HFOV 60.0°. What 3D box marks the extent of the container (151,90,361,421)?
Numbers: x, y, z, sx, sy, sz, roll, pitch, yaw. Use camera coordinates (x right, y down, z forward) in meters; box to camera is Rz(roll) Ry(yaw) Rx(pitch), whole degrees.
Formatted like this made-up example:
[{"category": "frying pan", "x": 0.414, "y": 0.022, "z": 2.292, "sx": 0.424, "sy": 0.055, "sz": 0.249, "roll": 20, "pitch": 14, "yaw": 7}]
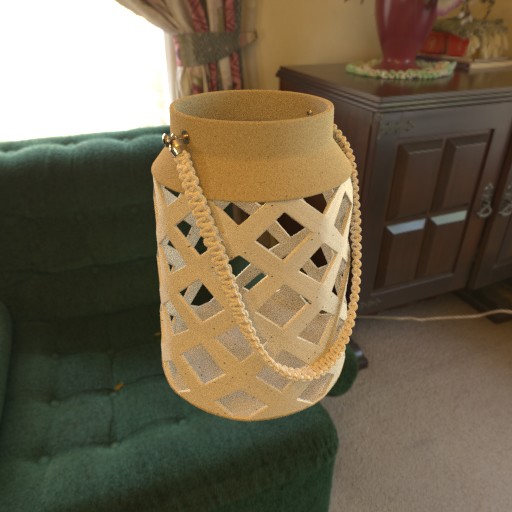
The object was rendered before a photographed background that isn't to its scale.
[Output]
[{"category": "container", "x": 0.000, "y": 0.000, "z": 0.347, "sx": 0.163, "sy": 0.229, "sz": 0.172, "roll": -22, "pitch": 36, "yaw": -33}]
